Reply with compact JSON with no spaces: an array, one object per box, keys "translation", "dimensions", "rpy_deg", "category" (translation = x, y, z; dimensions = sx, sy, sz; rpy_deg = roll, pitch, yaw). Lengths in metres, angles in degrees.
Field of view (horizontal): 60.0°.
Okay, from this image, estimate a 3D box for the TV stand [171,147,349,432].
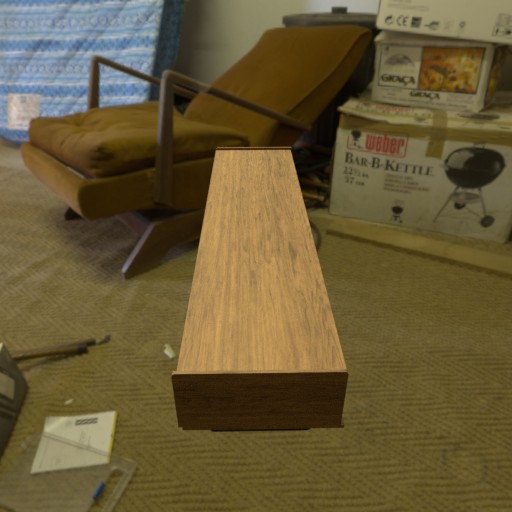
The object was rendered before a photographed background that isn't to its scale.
[{"translation":[0.000,0.000,2.006],"dimensions":[0.467,0.415,1.796],"rpy_deg":[-1,32,-1],"category":"TV stand"}]
